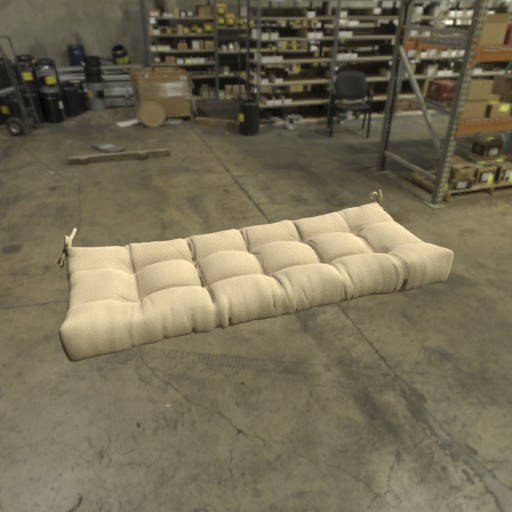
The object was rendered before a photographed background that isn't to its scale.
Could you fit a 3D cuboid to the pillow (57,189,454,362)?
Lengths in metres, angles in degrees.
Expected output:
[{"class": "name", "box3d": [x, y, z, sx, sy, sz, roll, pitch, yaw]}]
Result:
[{"class": "pillow", "box3d": [0.000, 0.000, 1.394, 1.194, 0.174, 0.511, -10, 32, -16]}]
